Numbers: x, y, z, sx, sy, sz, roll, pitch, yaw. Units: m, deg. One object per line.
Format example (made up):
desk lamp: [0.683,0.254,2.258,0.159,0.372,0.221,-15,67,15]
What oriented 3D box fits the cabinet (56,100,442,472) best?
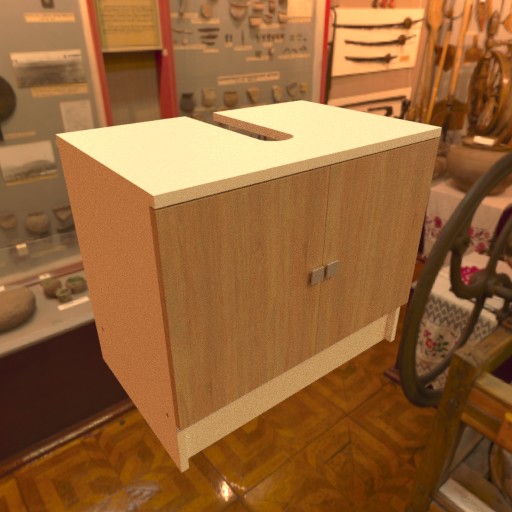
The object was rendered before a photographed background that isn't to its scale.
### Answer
cabinet: [0.000,0.000,0.939,0.600,0.522,0.400,-20,34,-32]
